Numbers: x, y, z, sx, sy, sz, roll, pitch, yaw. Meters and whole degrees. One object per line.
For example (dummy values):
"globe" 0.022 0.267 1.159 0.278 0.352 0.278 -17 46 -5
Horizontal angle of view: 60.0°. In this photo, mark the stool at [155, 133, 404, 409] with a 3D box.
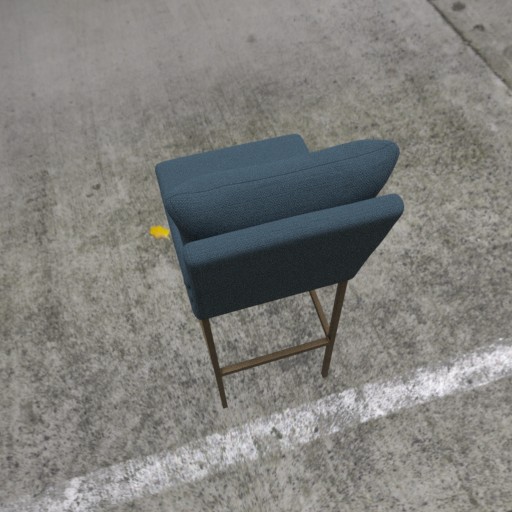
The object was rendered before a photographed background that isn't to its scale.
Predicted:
"stool" 0.000 0.000 1.354 0.463 1.124 0.568 -14 58 -9
